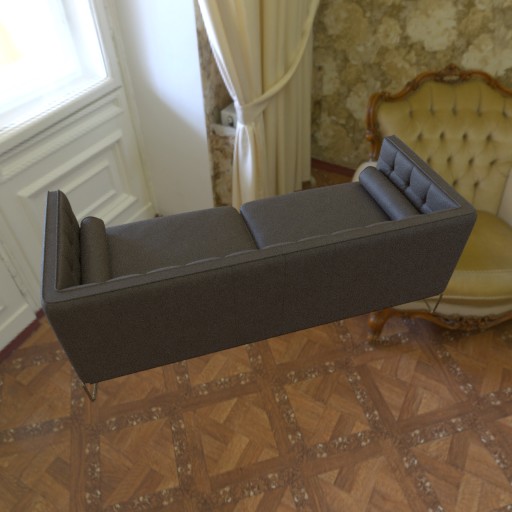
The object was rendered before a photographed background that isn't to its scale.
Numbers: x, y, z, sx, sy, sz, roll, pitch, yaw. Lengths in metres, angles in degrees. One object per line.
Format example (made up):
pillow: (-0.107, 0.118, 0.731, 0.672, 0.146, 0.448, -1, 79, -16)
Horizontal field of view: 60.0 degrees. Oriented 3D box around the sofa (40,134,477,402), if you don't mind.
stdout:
sofa: (0.000, 0.000, 2.519, 2.087, 0.789, 0.867, -12, 45, -12)
